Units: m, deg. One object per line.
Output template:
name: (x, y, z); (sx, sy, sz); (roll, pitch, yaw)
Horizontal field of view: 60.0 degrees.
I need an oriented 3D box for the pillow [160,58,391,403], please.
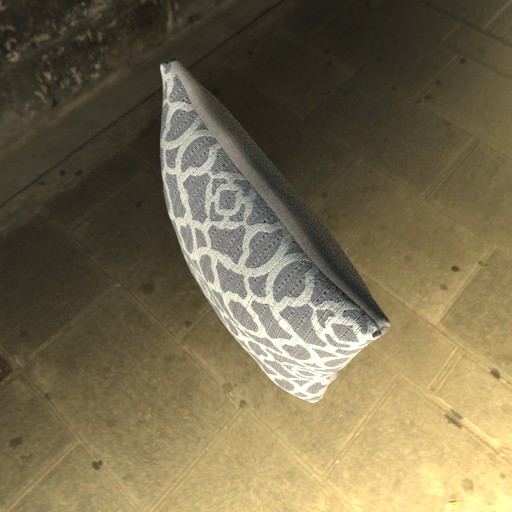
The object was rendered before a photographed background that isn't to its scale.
pillow: (0.000, 0.000, 0.792); (0.215, 0.498, 0.508); (-30, 68, -14)
